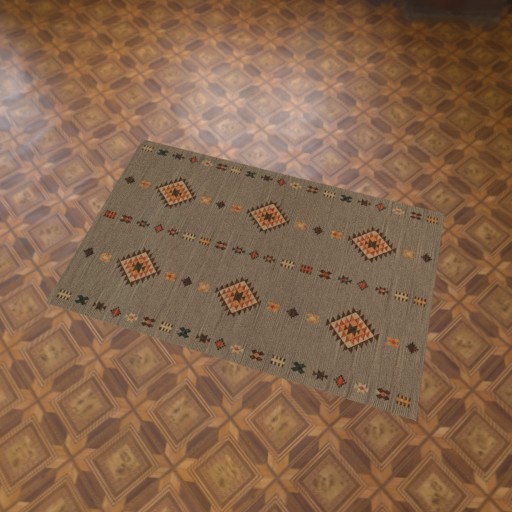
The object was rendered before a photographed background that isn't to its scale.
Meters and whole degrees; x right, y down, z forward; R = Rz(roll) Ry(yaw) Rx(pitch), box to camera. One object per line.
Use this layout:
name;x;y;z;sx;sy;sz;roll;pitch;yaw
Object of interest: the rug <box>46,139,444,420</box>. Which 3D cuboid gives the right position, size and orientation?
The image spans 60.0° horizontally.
rug;0.000;0.000;3.091;2.427;0.007;1.515;16;62;8
